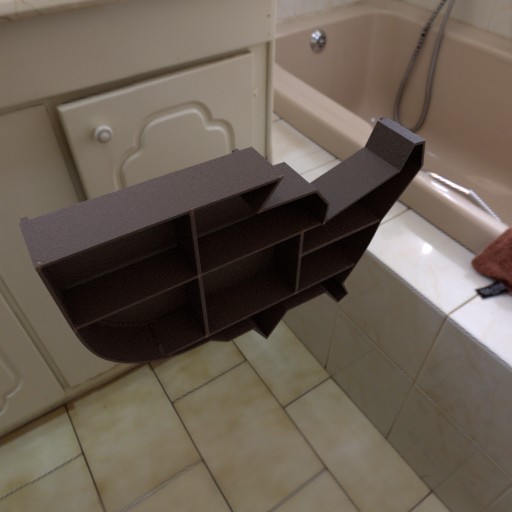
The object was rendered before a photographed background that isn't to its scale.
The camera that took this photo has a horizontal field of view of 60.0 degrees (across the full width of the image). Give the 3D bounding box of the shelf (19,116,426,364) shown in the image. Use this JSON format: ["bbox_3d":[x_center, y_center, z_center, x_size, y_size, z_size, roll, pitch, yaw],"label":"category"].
[{"bbox_3d":[0.000,0.000,0.887,0.729,0.439,0.112,-23,50,-21],"label":"shelf"}]
